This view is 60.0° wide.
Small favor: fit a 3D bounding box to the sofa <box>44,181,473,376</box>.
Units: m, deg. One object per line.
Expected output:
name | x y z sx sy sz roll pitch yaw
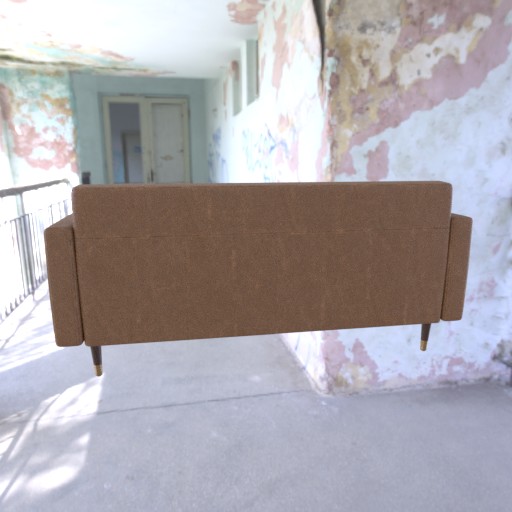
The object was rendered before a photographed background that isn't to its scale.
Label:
sofa | 0.000 0.000 2.356 1.847 0.821 0.993 -2 13 -9
